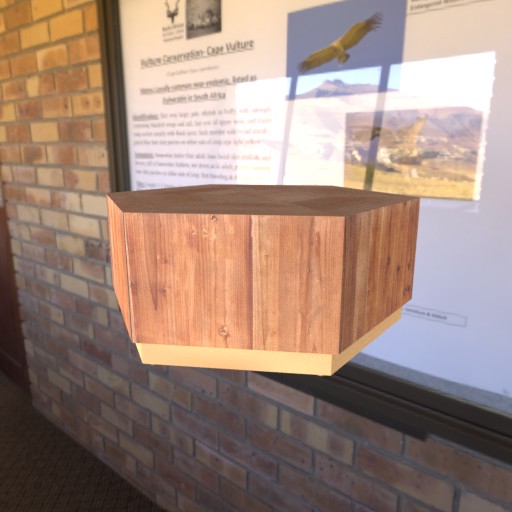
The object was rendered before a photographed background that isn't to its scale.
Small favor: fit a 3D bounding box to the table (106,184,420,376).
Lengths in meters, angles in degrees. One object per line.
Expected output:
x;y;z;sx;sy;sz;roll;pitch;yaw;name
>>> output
0.000;0.000;1.669;1.154;0.456;1.000;2;14;7;table
